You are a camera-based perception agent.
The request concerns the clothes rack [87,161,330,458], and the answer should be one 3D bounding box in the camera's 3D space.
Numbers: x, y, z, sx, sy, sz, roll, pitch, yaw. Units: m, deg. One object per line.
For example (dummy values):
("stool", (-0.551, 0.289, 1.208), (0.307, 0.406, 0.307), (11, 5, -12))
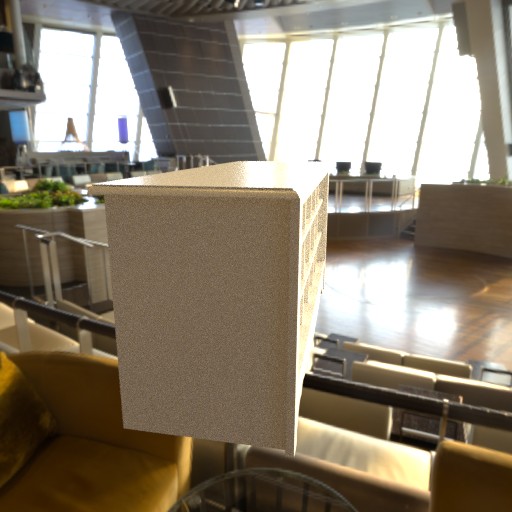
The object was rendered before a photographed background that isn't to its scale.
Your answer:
("clothes rack", (0.000, 0.000, 1.443), (0.405, 0.558, 1.218), (3, 14, 11))
